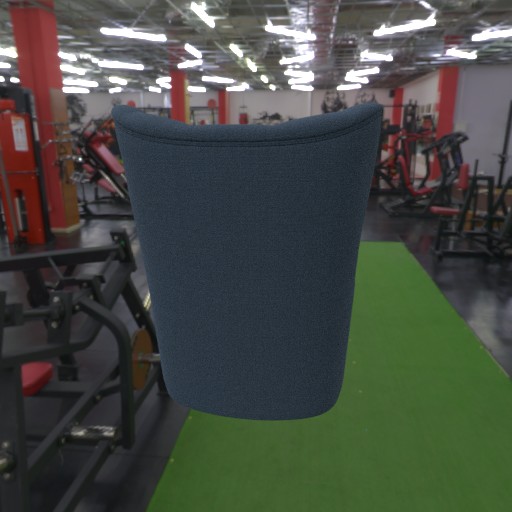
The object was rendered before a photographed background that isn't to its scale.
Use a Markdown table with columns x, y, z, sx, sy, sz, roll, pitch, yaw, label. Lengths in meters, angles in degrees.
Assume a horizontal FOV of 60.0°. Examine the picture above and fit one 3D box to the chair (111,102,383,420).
| x | y | z | sx | sy | sz | roll | pitch | yaw | label |
| --- | --- | --- | --- | --- | --- | --- | --- | --- | --- |
| 0.000 | 0.000 | 1.700 | 0.831 | 1.079 | 0.930 | 3 | 16 | 9 | chair |
